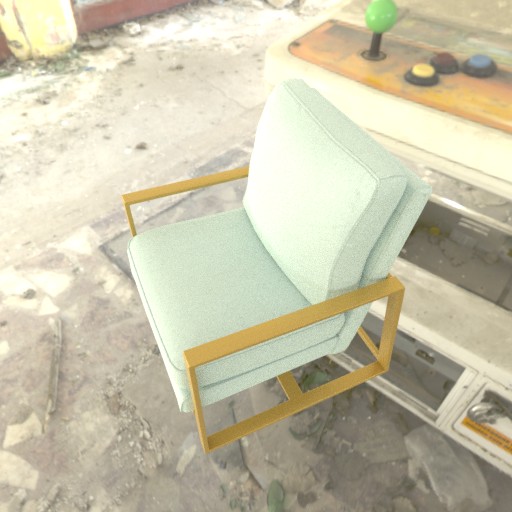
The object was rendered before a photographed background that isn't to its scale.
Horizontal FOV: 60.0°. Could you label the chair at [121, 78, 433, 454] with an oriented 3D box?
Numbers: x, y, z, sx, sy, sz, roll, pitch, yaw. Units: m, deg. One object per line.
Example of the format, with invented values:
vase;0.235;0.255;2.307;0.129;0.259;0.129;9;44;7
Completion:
chair;0.000;0.000;1.533;0.813;0.956;0.758;-18;49;-17
